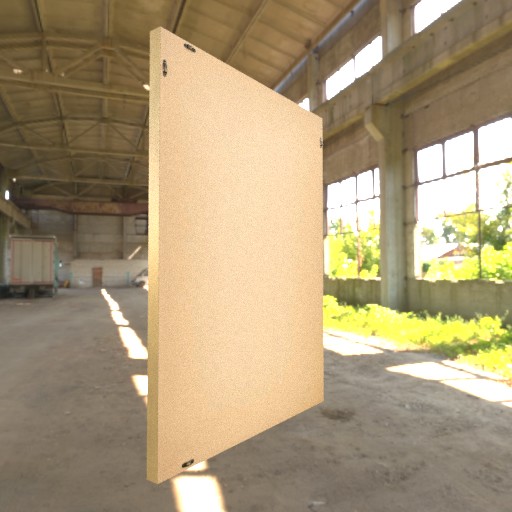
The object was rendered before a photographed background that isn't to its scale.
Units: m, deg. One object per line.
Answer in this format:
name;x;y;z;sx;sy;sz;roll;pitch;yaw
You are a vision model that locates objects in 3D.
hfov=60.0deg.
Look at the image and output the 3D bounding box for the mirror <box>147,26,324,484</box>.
mirror;0.000;0.000;1.297;0.041;1.016;0.762;-1;-2;37
